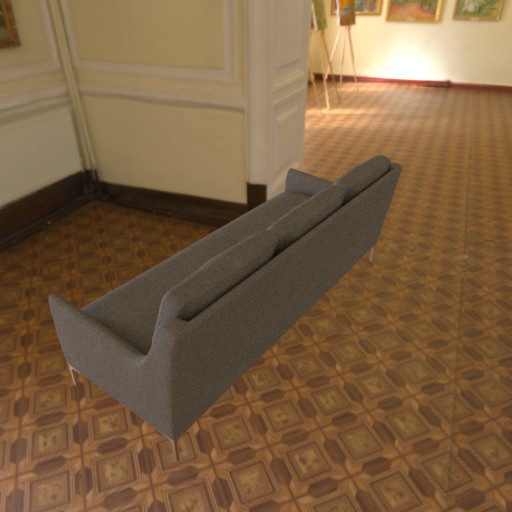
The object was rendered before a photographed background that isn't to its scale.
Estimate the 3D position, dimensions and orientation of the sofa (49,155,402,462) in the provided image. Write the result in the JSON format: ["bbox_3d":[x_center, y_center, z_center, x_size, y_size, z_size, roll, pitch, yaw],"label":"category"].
[{"bbox_3d":[0.000,0.000,2.526,0.849,0.837,2.060,21,37,30],"label":"sofa"}]
